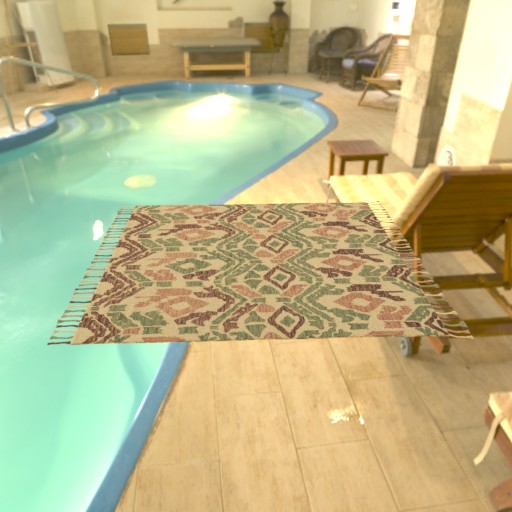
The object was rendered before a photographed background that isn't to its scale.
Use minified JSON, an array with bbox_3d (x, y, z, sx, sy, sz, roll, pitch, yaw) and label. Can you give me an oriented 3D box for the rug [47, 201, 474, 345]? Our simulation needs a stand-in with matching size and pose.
[{"bbox_3d":[0.000,0.000,4.156,3.048,0.010,2.438,-1,31,-2],"label":"rug"}]
